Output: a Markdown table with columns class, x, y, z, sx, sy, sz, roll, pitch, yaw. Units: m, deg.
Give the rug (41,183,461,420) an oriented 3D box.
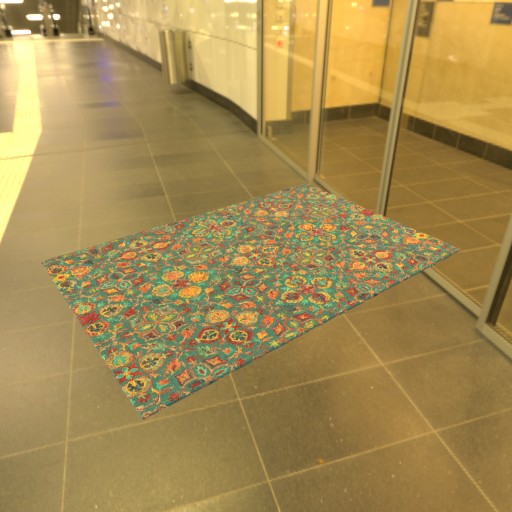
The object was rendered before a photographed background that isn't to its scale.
| class | x | y | z | sx | sy | sz | roll | pitch | yaw |
| --- | --- | --- | --- | --- | --- | --- | --- | --- | --- |
| rug | 0.000 | 0.000 | 2.894 | 2.290 | 0.016 | 1.527 | -21 | 36 | -31 |
